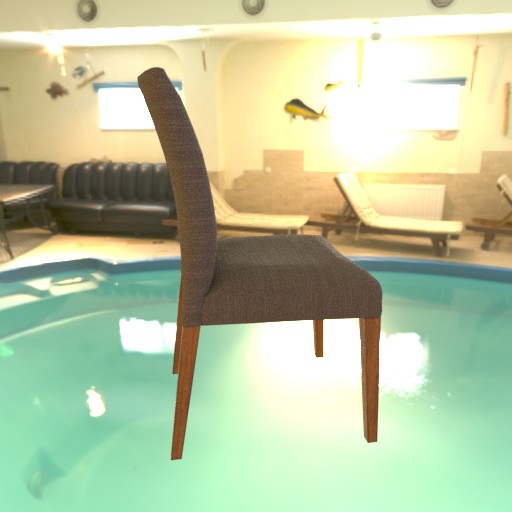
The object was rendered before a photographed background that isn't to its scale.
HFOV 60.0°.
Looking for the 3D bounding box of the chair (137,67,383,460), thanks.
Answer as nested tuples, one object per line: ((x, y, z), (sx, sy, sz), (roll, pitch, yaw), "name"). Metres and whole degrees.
((0.000, 0.000, 1.260), (0.585, 0.940, 0.496), (-3, 17, -9), "chair")
